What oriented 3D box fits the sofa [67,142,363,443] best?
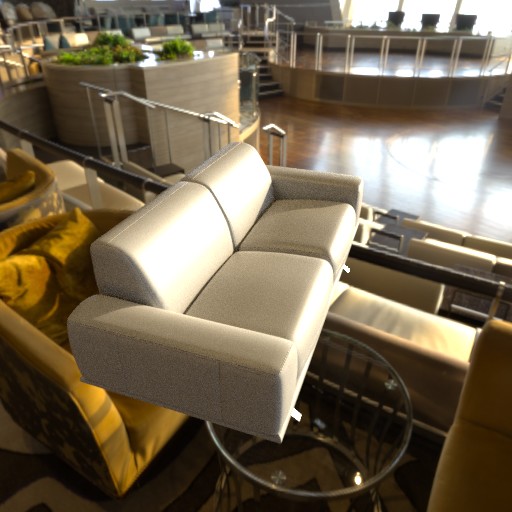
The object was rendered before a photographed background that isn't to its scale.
[{"bbox_3d":[0.000,0.000,2.382,0.900,0.772,1.901,10,32,17],"label":"sofa"}]
